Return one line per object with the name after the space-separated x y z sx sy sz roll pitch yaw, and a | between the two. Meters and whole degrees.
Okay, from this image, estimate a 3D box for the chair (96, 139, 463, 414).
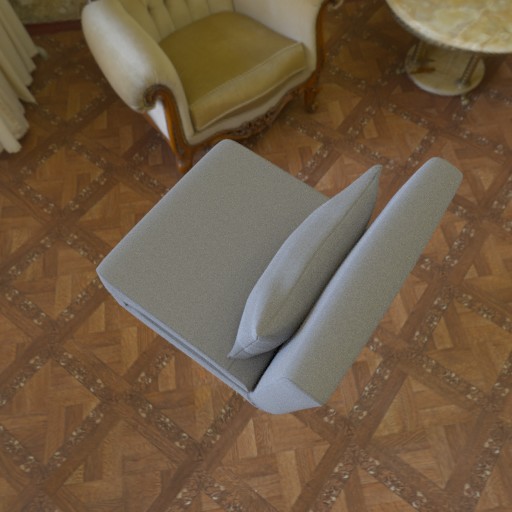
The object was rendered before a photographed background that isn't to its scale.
0.000 0.000 1.532 0.902 0.808 0.770 32 67 16 | chair
